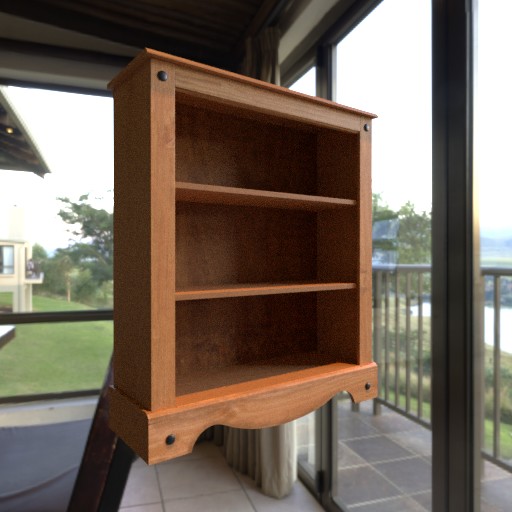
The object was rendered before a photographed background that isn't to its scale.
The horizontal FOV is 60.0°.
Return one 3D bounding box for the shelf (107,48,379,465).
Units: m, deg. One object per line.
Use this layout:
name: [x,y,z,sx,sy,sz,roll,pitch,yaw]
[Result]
shelf: [0.000,0.000,1.398,0.840,0.980,0.291,0,1,-36]
